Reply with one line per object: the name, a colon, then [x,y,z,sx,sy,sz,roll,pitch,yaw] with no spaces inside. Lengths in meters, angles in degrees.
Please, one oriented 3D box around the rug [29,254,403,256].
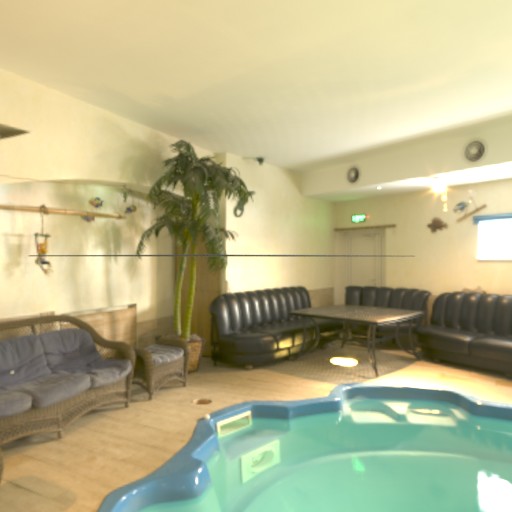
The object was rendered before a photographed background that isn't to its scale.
rug: [0.000,0.000,3.136,1.525,0.007,2.440,0,0,35]
